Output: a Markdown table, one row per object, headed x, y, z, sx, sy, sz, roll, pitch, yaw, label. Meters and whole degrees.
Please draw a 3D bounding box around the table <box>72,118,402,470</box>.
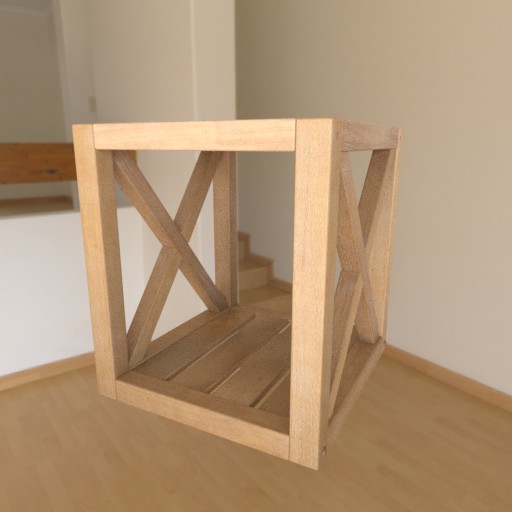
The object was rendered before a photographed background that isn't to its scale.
| x | y | z | sx | sy | sz | roll | pitch | yaw | label |
| --- | --- | --- | --- | --- | --- | --- | --- | --- | --- |
| 0.000 | 0.000 | 1.083 | 0.558 | 0.610 | 0.559 | 7 | 16 | 27 | table |
